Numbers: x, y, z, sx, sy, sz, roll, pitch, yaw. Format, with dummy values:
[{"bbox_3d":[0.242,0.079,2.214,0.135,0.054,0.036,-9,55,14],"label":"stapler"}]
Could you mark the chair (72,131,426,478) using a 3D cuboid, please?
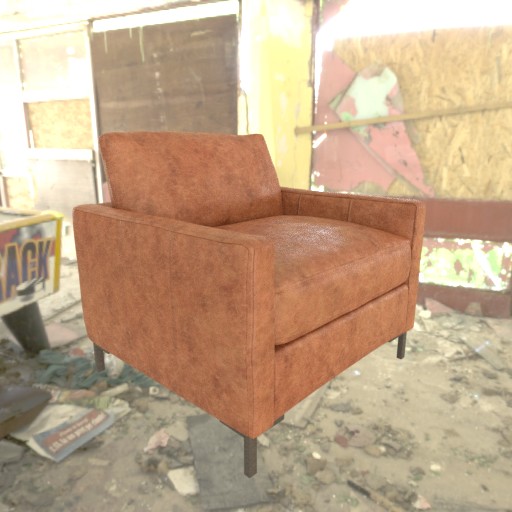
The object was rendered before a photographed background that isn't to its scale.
[{"bbox_3d":[0.000,0.000,1.598,0.862,0.869,0.967,13,20,41],"label":"chair"}]
